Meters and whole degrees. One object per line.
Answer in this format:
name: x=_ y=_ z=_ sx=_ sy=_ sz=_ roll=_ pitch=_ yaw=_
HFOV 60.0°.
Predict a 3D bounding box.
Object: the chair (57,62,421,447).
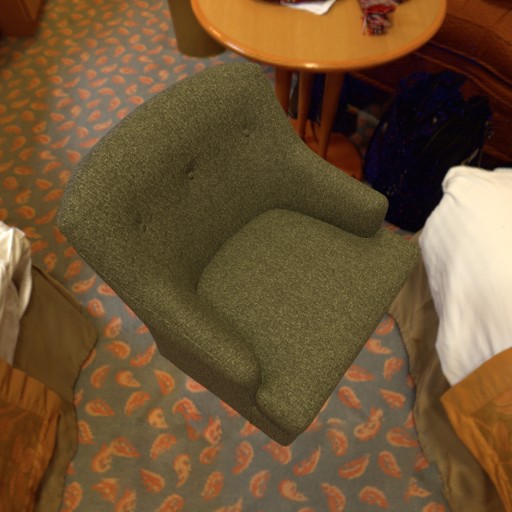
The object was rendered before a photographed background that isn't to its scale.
chair: x=0.000 y=0.000 z=1.538 sx=0.923 sy=0.856 sz=0.864 roll=33 pitch=64 yaw=19
